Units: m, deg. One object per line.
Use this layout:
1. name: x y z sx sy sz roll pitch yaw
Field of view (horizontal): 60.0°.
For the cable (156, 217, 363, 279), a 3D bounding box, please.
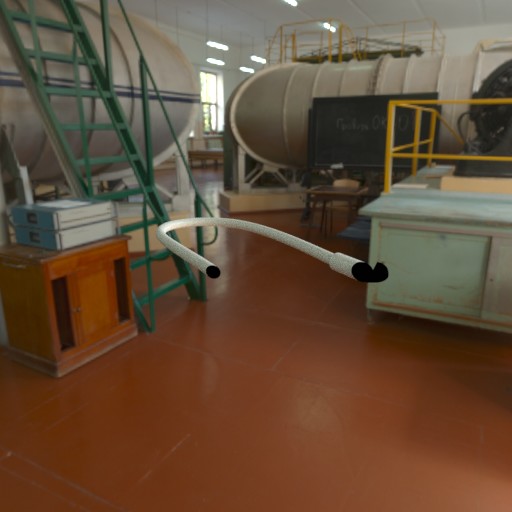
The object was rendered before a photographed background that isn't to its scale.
1. cable: 0.000 0.000 0.113 0.041 0.005 0.098 -8 18 -27
